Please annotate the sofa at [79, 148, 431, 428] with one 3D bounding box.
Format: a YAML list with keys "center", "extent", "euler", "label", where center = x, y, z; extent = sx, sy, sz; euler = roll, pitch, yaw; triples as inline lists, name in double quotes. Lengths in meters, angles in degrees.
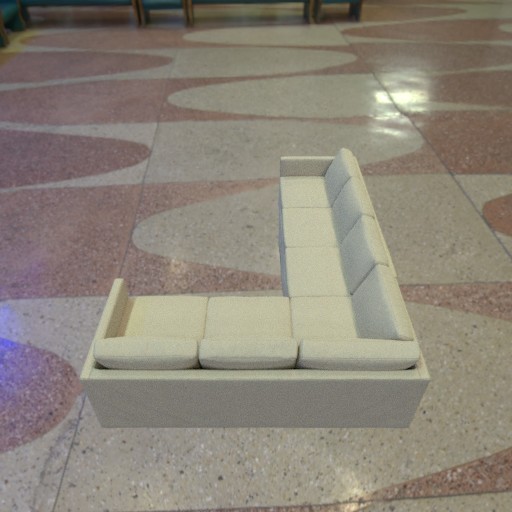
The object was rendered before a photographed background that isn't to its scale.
- center: [0.000, 0.000, 4.383]
  extent: [2.432, 0.871, 3.182]
  euler: [0, 41, 0]
  label: "sofa"
